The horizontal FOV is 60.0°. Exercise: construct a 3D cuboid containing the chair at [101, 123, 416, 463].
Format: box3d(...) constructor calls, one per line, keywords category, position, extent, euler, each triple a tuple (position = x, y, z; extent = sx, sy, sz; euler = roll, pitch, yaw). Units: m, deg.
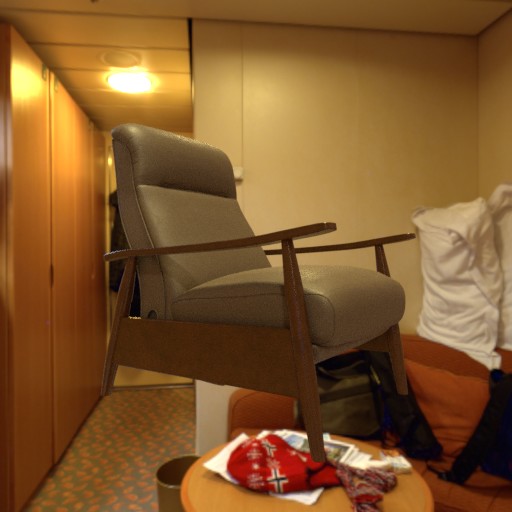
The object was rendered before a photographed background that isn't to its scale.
box3d(category="chair", position=(0.000, 0.000, 1.735), extent=(1.014, 1.082, 0.762), euler=(0, 0, 36))
